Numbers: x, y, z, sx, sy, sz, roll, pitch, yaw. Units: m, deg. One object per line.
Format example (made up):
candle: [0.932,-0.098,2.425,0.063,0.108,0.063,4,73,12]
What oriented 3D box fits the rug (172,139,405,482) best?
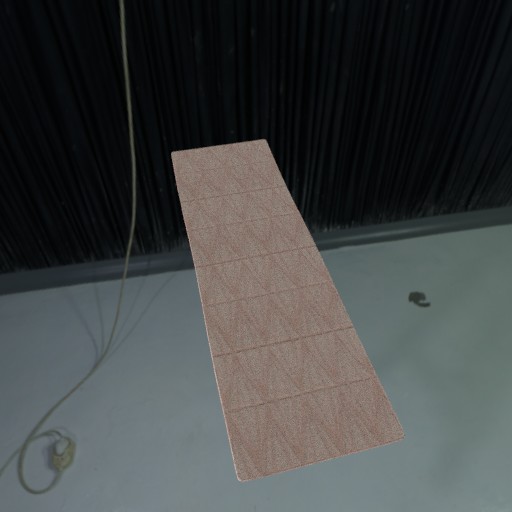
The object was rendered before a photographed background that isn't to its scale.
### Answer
rug: [0.000,0.000,2.682,0.760,0.015,2.435,-10,48,-9]
